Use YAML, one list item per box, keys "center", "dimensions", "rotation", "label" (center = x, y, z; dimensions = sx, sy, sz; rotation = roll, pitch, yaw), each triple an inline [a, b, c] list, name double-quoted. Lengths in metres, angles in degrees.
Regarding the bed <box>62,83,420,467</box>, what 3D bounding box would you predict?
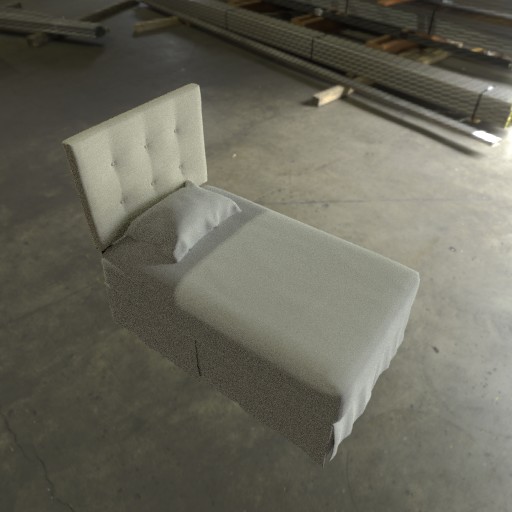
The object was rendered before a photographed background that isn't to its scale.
- center: [0.000, 0.000, 2.984]
  dimensions: [1.997, 1.571, 1.261]
  rotation: [26, 48, 26]
  label: "bed"
